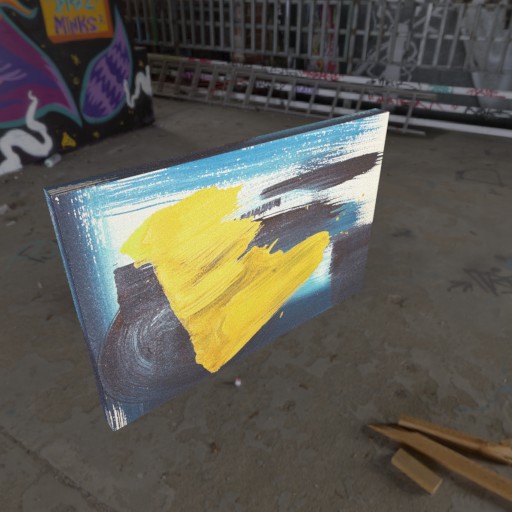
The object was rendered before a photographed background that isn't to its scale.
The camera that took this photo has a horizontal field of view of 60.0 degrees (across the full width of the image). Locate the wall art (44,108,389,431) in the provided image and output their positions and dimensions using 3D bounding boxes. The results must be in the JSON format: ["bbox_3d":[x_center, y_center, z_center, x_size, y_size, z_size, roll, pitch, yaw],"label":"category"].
[{"bbox_3d":[0.000,0.000,0.772,0.609,0.406,0.033,-23,38,-32],"label":"wall art"}]
